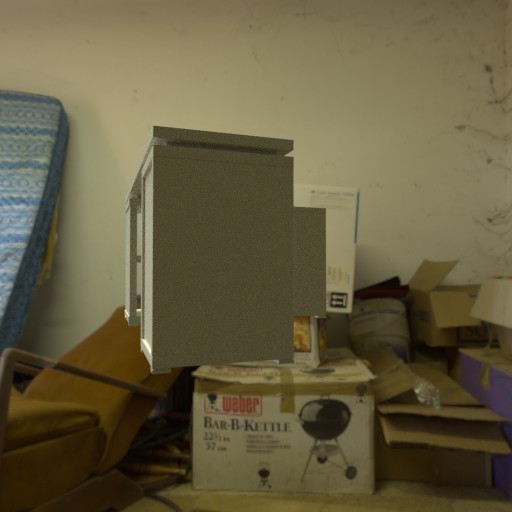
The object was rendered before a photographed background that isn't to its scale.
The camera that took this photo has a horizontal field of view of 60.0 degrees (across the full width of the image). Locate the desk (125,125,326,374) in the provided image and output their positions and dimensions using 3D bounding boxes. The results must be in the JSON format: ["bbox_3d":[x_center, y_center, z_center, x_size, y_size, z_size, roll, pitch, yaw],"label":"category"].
[{"bbox_3d":[0.000,0.000,2.254,1.200,0.753,1.524,0,-1,-19],"label":"desk"}]
